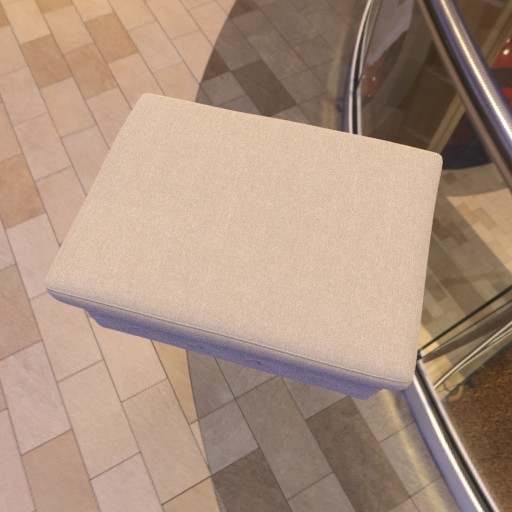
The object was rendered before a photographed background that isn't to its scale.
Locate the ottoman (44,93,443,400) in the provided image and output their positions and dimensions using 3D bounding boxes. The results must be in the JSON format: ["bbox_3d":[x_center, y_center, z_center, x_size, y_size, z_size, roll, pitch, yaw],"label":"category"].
[{"bbox_3d":[0.000,0.000,1.152,0.771,0.500,0.569,14,65,7],"label":"ottoman"}]
